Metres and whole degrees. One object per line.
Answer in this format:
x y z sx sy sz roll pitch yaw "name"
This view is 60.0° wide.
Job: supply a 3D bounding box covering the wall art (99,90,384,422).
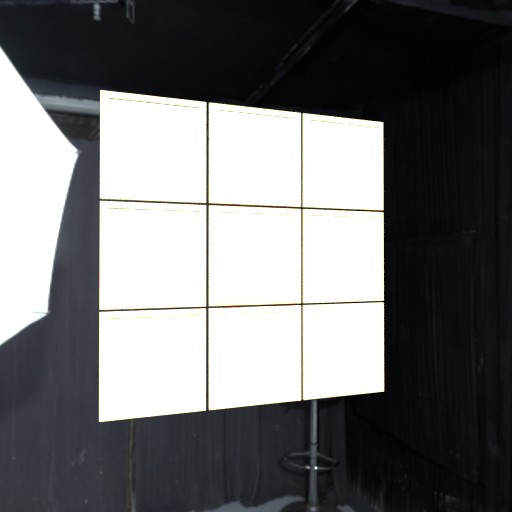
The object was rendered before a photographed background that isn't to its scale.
0.000 0.000 1.826 1.214 1.219 0.013 0 -1 -18 "wall art"
